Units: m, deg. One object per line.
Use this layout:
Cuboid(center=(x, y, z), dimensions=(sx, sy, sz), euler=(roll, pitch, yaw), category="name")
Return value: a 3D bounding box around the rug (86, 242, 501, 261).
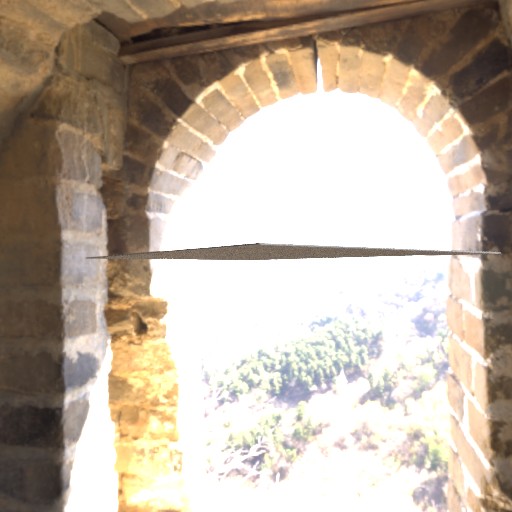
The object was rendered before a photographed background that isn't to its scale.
Cuboid(center=(0.000, 0.000, 2.788), dimensions=(1.522, 0.008, 2.284), euler=(1, -2, -34), category="rug")
